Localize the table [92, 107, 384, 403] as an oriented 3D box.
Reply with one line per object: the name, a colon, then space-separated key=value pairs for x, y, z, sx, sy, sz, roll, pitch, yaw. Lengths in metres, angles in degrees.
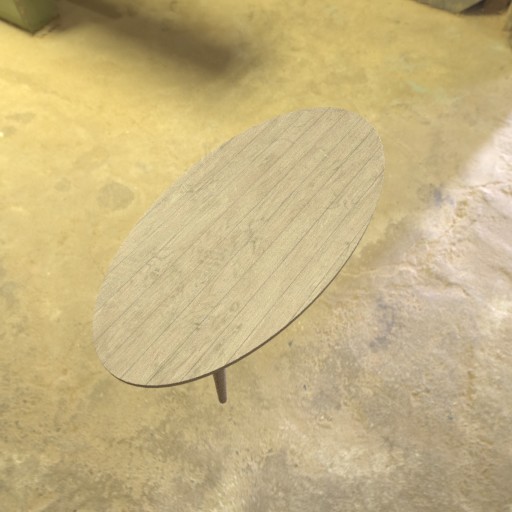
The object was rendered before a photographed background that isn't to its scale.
table: x=0.000 y=0.000 z=1.385 sx=0.542 sy=0.390 sz=1.083 roll=32 pitch=63 yaw=19
